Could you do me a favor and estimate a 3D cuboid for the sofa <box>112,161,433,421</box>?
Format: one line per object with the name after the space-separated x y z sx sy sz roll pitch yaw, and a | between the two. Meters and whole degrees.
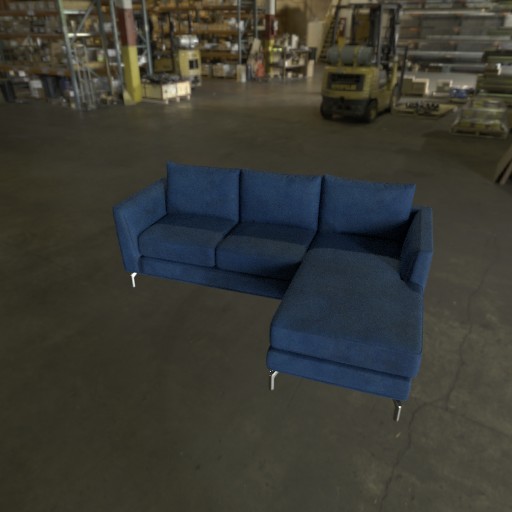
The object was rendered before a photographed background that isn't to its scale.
0.000 0.000 3.342 2.438 0.987 1.622 9 29 17 | sofa
